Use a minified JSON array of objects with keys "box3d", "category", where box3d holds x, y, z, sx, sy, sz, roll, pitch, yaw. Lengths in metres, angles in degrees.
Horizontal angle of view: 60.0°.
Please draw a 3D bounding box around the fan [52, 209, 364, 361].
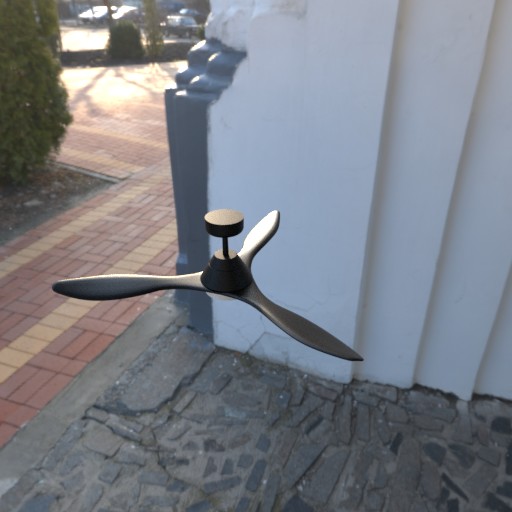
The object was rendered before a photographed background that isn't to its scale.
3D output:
[{"box3d":[0.000,0.000,1.642,1.067,0.305,1.067,21,35,33],"category":"fan"}]
